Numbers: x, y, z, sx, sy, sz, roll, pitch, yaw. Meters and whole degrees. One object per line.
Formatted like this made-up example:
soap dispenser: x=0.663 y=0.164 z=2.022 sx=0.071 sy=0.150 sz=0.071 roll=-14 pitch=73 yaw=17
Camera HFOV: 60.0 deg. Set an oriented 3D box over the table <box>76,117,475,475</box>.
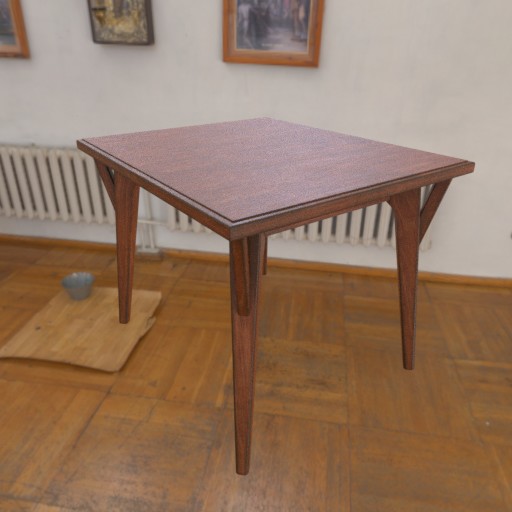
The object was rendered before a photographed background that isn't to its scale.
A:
table: x=0.000 y=0.000 z=1.575 sx=0.838 sy=0.761 sz=0.991 roll=-18 pitch=31 yaw=-32
